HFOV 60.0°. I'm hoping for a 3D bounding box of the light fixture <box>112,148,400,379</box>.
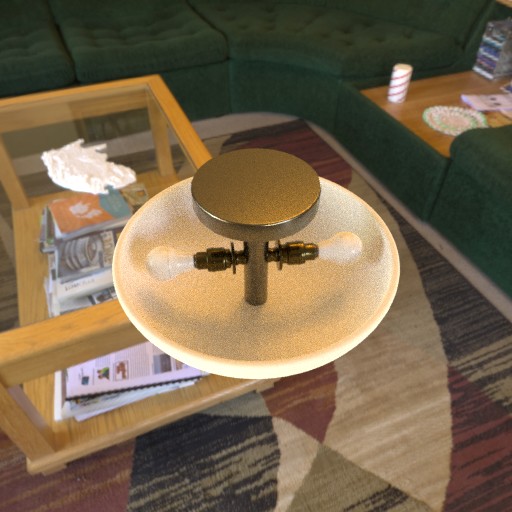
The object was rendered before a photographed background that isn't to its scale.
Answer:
[{"bbox_3d":[0.000,0.000,0.533,0.330,0.214,0.330,0,45,0],"label":"light fixture"}]
